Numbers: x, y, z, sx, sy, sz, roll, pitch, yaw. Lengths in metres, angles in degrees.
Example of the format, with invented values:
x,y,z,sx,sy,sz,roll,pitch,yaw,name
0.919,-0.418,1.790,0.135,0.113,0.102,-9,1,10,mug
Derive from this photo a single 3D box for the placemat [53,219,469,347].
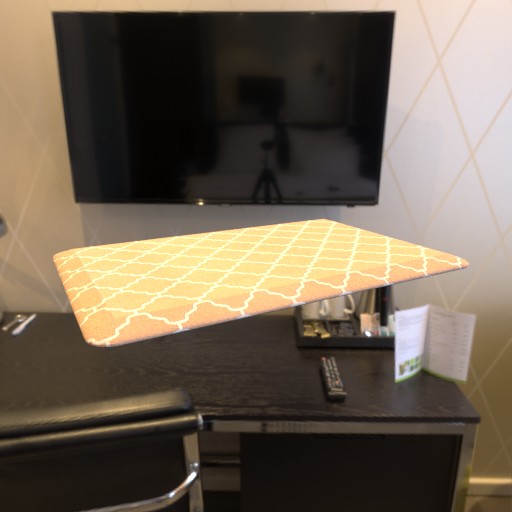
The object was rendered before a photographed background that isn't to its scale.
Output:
x,y,z,sx,sy,sz,roll,pitch,yaw,name
0.000,0.000,0.948,0.762,0.021,0.508,-9,18,-28,placemat
